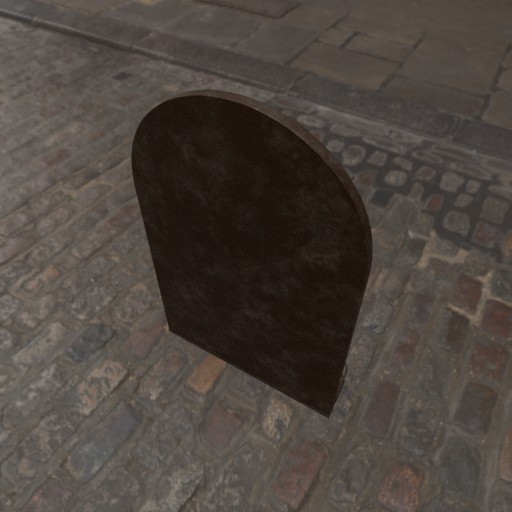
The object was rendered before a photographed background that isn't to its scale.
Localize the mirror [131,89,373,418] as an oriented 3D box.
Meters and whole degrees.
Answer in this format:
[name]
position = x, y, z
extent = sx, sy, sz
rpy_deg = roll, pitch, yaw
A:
[mirror]
position = 0.000, 0.000, 0.964
extent = 0.510, 0.770, 0.137
rpy_deg = 23, 50, 21
